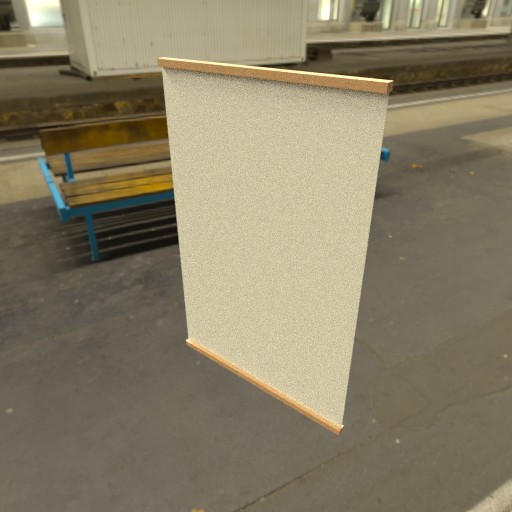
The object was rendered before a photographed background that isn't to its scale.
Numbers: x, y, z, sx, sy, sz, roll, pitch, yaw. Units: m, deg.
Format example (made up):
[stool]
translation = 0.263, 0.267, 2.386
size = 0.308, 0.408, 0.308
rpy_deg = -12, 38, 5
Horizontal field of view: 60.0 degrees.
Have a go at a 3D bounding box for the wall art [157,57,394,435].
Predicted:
[wall art]
translation = 0.000, 0.000, 1.296
size = 0.669, 1.020, 0.027
rpy_deg = 22, 36, 33
